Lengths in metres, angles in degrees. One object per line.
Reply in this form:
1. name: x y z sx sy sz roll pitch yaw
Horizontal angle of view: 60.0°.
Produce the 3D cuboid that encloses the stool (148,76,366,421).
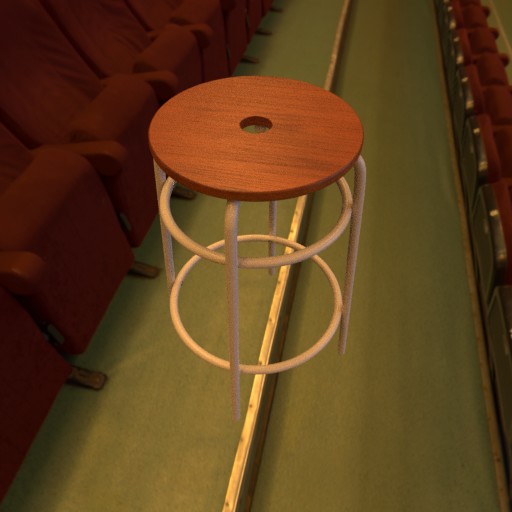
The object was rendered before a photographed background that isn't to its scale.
1. stool: 0.000 0.000 0.919 0.455 0.610 0.455 9 48 8
